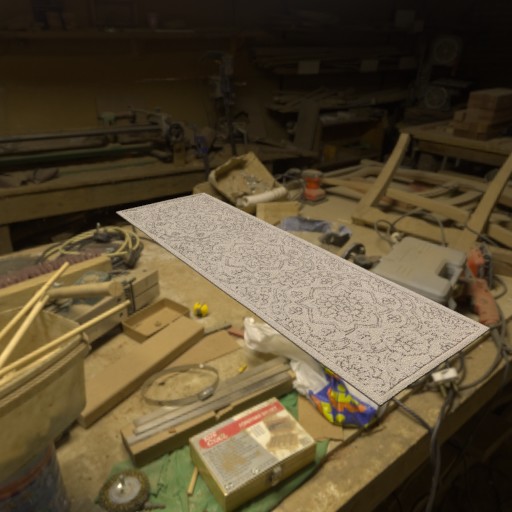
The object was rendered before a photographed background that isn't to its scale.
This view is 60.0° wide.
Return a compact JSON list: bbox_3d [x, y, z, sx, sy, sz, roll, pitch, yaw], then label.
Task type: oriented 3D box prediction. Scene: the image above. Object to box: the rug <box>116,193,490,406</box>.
[{"bbox_3d":[0.000,0.000,2.640,0.769,0.012,2.448,-19,32,-33],"label":"rug"}]
